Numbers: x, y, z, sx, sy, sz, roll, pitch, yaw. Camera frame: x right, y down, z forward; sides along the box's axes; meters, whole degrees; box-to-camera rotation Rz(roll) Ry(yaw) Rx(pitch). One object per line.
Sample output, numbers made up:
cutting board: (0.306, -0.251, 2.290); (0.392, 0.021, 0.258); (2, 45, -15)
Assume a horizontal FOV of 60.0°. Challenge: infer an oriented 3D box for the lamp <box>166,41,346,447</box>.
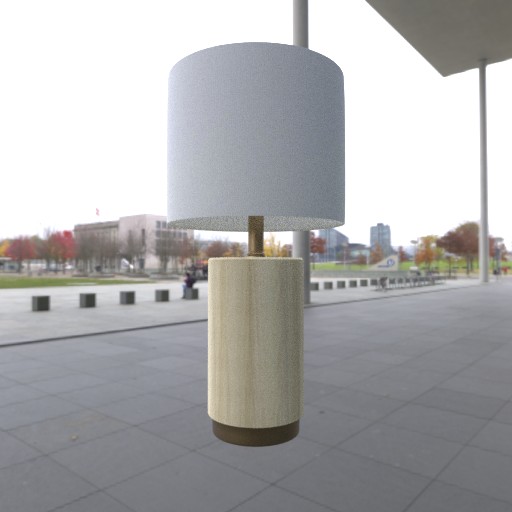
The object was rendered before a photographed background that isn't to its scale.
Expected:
lamp: (0.000, 0.000, 0.572); (0.228, 0.444, 0.228); (1, -1, -35)
